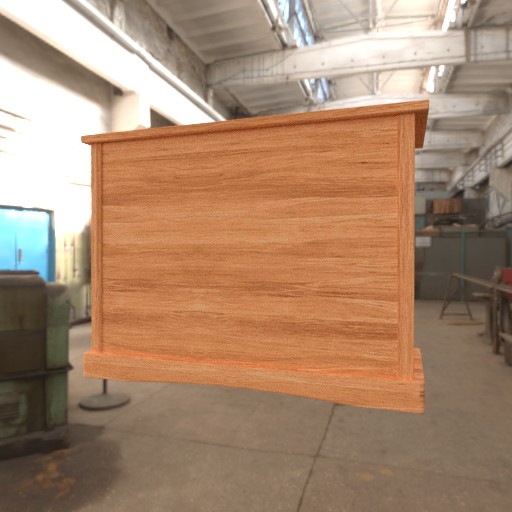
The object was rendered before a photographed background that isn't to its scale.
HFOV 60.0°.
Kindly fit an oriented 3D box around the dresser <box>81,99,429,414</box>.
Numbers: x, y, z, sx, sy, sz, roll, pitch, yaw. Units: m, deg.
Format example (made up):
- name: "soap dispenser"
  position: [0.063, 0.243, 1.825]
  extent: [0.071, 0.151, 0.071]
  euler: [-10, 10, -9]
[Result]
- name: "dresser"
  position: [0.000, 0.000, 1.386]
  extent: [0.990, 0.740, 0.410]
  euler: [0, 0, 19]
